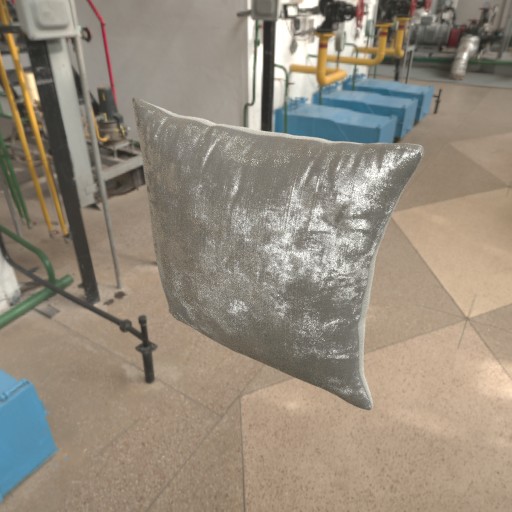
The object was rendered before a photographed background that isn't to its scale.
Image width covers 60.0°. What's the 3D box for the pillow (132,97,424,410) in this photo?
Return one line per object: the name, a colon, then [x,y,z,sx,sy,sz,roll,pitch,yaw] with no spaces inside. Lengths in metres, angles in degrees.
pillow: [0.000,0.000,0.743,0.470,0.464,0.175,18,36,27]
